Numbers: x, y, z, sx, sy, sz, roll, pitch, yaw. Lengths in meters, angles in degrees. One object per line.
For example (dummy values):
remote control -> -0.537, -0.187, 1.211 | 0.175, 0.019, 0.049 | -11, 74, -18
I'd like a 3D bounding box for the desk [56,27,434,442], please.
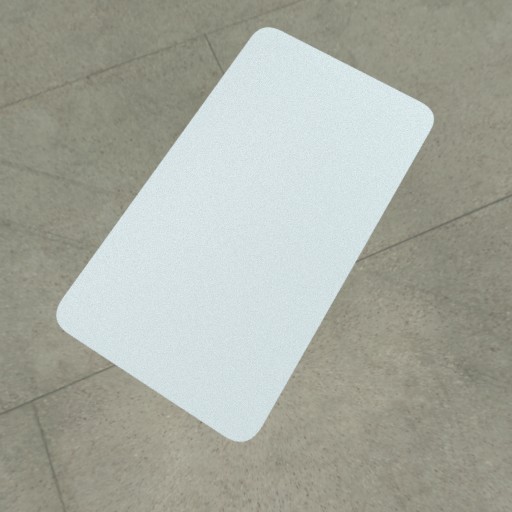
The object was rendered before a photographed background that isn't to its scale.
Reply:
desk -> 0.000, 0.000, 1.263 | 0.446, 0.760, 0.790 | 31, 78, 7
